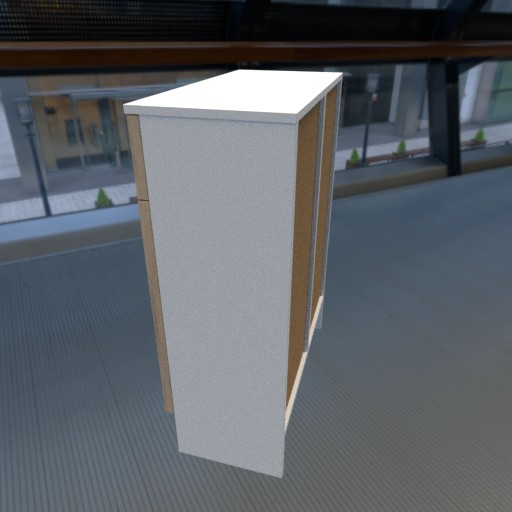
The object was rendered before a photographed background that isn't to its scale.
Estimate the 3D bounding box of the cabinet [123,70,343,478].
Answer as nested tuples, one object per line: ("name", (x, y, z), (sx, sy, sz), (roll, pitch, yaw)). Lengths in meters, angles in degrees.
("cabinet", (0.000, 0.000, 1.123), (0.296, 0.815, 0.600), (8, 29, 14))
